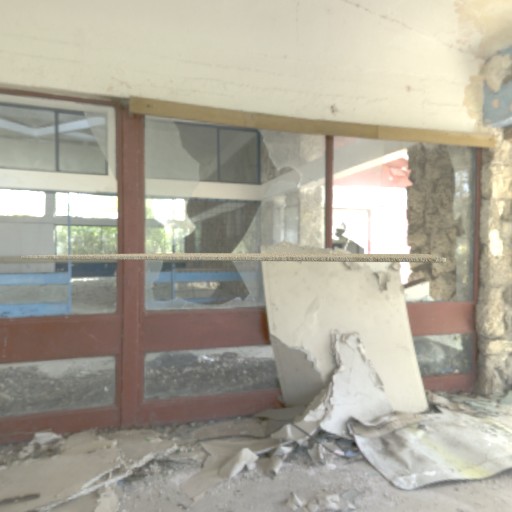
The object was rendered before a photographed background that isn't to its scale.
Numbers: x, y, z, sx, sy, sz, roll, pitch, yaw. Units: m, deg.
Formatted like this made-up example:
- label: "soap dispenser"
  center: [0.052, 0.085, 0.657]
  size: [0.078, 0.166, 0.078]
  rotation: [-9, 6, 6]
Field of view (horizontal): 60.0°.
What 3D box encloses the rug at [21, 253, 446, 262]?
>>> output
- label: "rug"
  center: [0.000, 0.000, 4.018]
  size: [3.001, 0.025, 2.401]
  rotation: [0, 1, 19]
